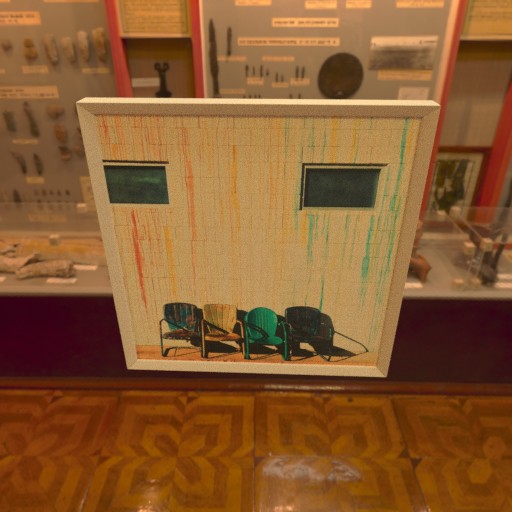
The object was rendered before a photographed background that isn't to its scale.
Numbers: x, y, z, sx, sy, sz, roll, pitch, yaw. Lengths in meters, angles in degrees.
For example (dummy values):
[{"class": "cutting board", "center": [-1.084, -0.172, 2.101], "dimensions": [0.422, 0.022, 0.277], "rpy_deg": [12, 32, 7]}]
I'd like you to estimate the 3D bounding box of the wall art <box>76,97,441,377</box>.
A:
[{"class": "wall art", "center": [0.000, 0.000, 0.757], "dimensions": [0.508, 0.508, 0.037], "rpy_deg": [1, 30, 2]}]
